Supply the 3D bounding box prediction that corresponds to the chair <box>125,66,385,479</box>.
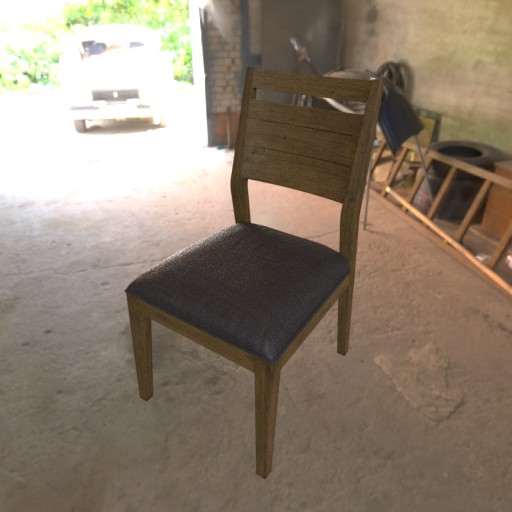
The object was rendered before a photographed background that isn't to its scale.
[{"bbox_3d":[0.000,0.000,1.293,0.501,0.939,0.610,20,36,30],"label":"chair"}]
